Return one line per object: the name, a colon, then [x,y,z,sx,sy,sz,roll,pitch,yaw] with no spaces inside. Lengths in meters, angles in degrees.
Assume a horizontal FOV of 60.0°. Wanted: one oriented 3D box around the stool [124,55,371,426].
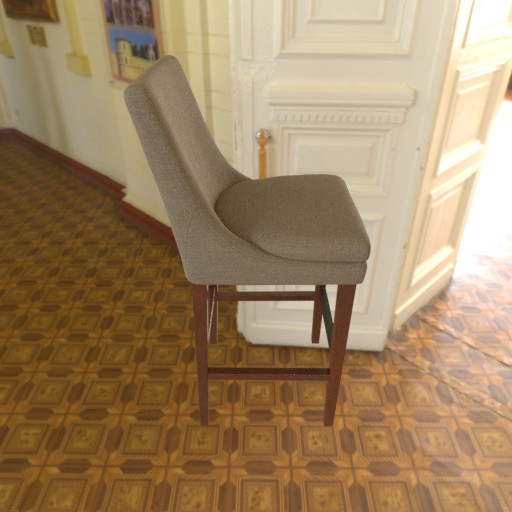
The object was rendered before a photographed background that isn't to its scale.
stool: [0.000,0.000,1.357,0.577,1.078,0.470,0,33,0]
